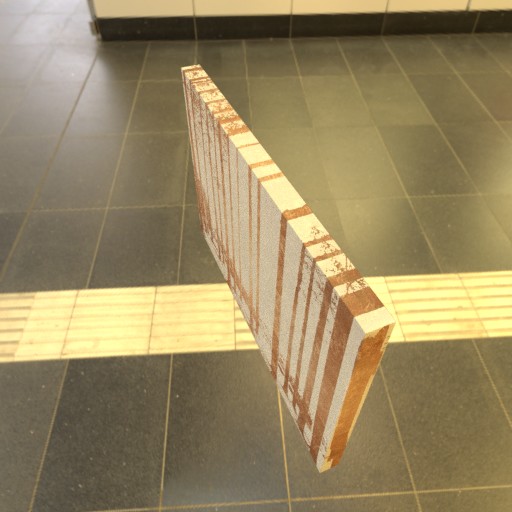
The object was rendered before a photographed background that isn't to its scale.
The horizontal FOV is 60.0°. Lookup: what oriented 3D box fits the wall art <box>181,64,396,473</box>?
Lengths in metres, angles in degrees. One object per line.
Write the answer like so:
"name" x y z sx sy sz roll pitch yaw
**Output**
"wall art" 0.000 0.000 0.758 0.035 0.405 0.609 -17 49 -15
